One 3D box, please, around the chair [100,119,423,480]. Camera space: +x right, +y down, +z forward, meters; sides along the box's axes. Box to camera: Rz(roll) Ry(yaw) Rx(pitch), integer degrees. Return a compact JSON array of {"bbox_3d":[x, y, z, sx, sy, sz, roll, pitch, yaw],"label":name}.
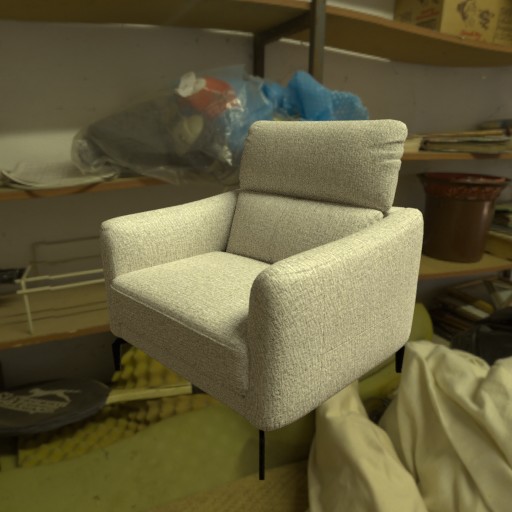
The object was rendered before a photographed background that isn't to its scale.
[{"bbox_3d":[0.000,0.000,1.639,0.972,0.967,0.835,16,23,43],"label":"chair"}]
